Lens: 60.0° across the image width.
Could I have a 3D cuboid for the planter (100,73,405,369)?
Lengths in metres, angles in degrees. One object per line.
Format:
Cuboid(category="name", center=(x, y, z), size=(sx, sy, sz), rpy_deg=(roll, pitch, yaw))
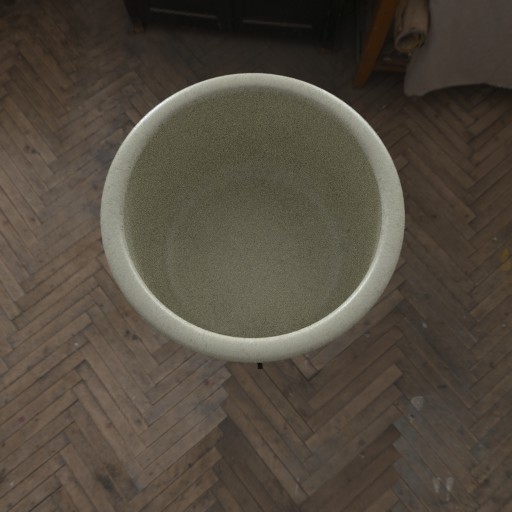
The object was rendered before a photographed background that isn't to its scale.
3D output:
Cuboid(category="planter", center=(0.000, 0.000, 0.702), size=(0.333, 0.483, 0.324), rpy_deg=(-32, 79, -7))
